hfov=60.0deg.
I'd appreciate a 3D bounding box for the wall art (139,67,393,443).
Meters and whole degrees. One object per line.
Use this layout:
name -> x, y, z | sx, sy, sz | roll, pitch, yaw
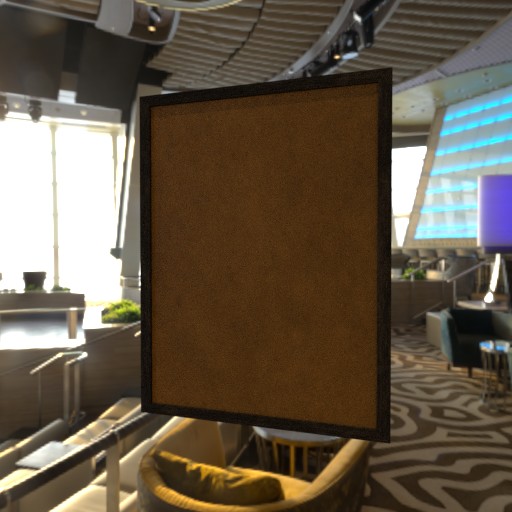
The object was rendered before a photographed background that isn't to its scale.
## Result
wall art -> 0.000, 0.000, 1.390 | 0.812, 1.066, 0.029 | 0, 1, 17
